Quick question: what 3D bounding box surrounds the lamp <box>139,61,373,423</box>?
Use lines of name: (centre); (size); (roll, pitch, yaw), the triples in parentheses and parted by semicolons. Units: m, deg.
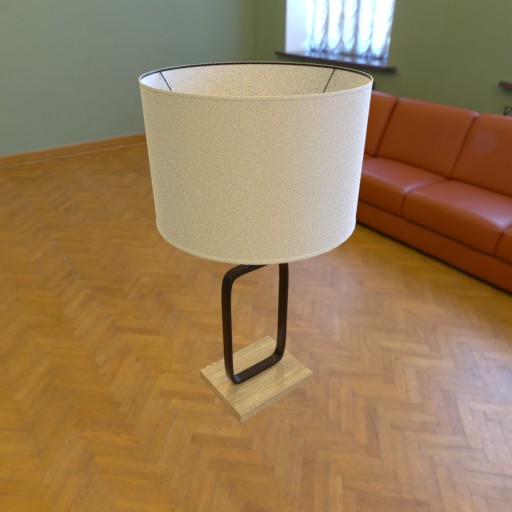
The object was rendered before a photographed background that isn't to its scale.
lamp: (0.000, 0.000, 0.667); (0.279, 0.508, 0.279); (-21, 36, -32)
